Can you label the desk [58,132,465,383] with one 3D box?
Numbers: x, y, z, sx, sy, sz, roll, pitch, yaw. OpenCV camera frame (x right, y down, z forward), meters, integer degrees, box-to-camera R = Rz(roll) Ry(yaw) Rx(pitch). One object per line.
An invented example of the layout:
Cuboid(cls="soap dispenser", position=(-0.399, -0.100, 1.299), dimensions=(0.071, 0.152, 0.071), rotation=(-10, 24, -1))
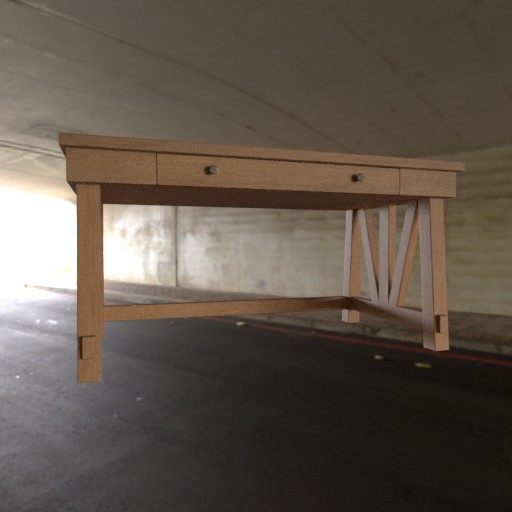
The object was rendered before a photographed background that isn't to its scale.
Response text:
Cuboid(cls="desk", position=(0.000, 0.000, 1.942), dimensions=(1.499, 0.762, 0.813), rotation=(0, 1, -18))
